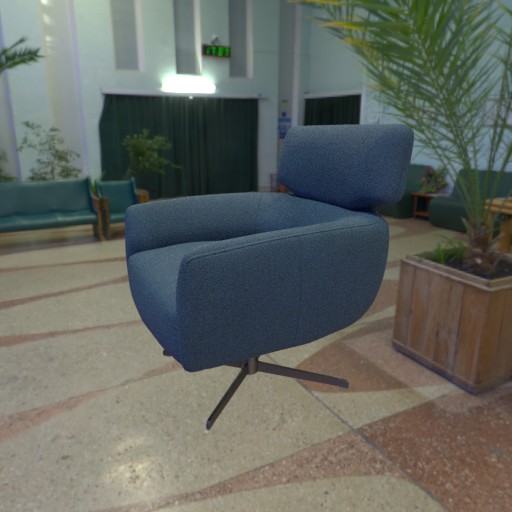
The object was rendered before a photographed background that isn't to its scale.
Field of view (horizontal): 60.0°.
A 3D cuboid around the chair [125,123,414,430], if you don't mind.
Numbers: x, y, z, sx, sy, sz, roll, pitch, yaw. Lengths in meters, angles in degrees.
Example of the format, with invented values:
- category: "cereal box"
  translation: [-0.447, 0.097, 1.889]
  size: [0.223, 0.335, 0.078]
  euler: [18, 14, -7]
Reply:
- category: "chair"
  translation: [0.000, 0.000, 1.422]
  size: [0.761, 0.813, 0.738]
  euler: [-7, 17, -25]
